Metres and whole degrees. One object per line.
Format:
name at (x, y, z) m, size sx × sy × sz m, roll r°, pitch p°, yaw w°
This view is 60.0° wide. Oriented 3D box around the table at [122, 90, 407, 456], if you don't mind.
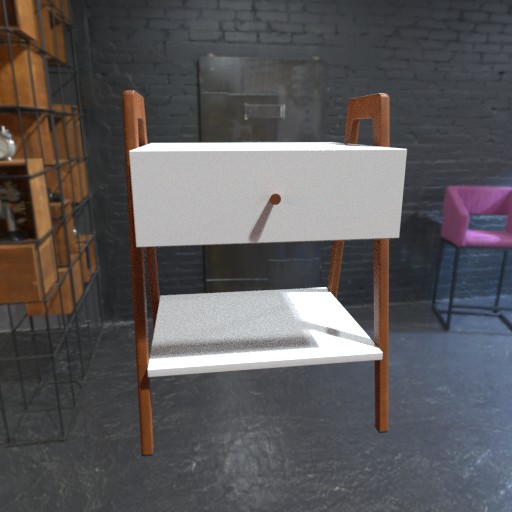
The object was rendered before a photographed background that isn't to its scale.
table at (0.000, 0.000, 0.889) m, size 0.457 × 0.610 × 0.405 m, roll -2°, pitch 16°, yaw -8°
